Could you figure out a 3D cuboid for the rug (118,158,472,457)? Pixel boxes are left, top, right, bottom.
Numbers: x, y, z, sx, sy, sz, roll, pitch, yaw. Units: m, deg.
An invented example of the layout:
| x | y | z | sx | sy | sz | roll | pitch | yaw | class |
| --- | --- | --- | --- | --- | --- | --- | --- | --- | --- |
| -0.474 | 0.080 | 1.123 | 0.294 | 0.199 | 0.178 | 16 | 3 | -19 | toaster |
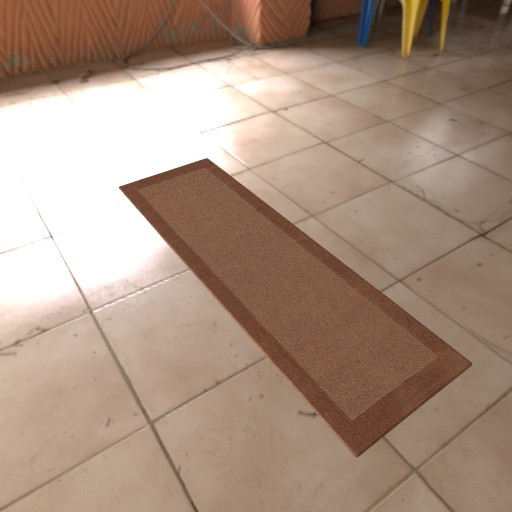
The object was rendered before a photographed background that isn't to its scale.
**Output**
| x | y | z | sx | sy | sz | roll | pitch | yaw | class |
| --- | --- | --- | --- | --- | --- | --- | --- | --- | --- |
| 0.000 | 0.000 | 2.661 | 0.764 | 0.017 | 2.439 | -25 | 47 | -26 | rug |
